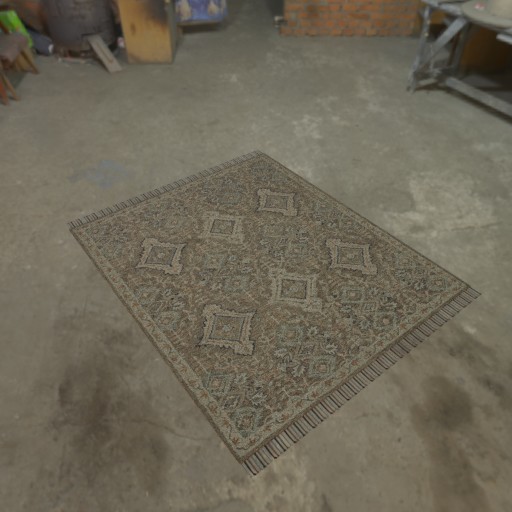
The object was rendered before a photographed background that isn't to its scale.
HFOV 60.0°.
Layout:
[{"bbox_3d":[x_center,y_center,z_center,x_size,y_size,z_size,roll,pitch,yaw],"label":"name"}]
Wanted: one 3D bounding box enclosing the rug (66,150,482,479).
[{"bbox_3d":[0.000,0.000,4.056,2.437,0.010,3.056,-27,49,-27],"label":"rug"}]
